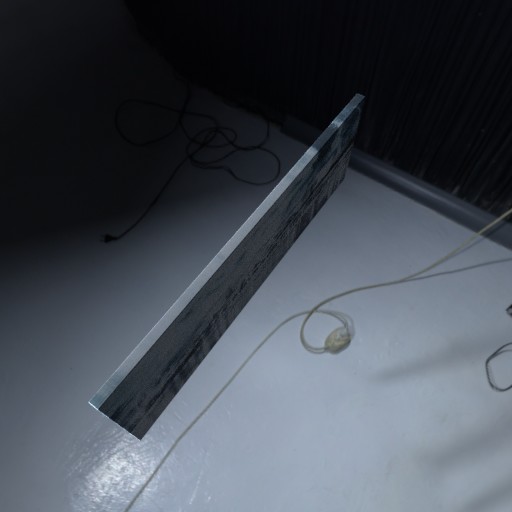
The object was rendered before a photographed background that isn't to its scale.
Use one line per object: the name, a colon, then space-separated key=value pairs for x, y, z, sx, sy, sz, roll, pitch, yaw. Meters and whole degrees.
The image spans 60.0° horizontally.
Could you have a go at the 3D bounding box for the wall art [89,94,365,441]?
wall art: x=0.000 y=0.000 z=1.728 sx=0.037 sy=0.509 sz=1.524 roll=31 pitch=64 yaw=17
